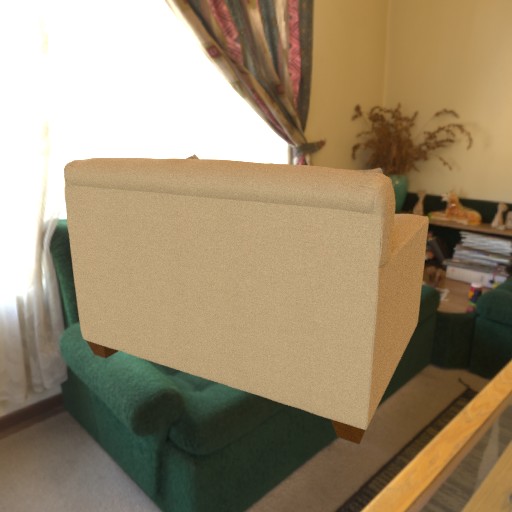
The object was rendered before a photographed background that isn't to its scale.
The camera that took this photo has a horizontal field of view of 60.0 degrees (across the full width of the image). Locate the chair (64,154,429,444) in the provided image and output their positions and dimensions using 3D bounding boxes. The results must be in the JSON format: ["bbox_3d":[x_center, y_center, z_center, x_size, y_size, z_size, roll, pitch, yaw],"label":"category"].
[{"bbox_3d":[0.000,0.000,2.078,1.383,0.948,1.000,9,18,28],"label":"chair"}]
